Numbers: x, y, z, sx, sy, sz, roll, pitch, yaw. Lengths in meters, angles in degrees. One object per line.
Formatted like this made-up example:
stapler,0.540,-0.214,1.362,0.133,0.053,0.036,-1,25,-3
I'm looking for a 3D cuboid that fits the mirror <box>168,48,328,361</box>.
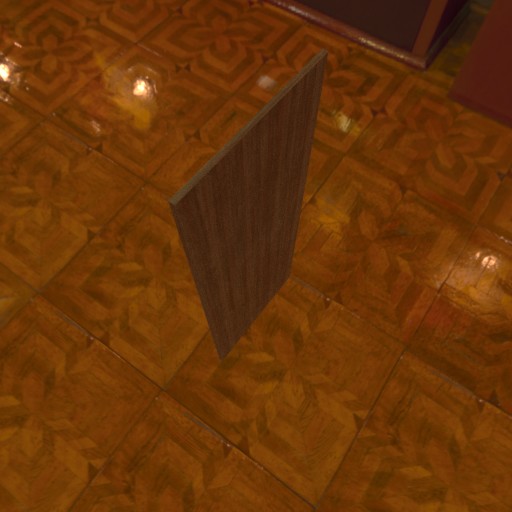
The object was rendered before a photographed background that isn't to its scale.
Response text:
mirror,0.000,0.000,2.352,0.025,2.032,0.812,35,69,15
